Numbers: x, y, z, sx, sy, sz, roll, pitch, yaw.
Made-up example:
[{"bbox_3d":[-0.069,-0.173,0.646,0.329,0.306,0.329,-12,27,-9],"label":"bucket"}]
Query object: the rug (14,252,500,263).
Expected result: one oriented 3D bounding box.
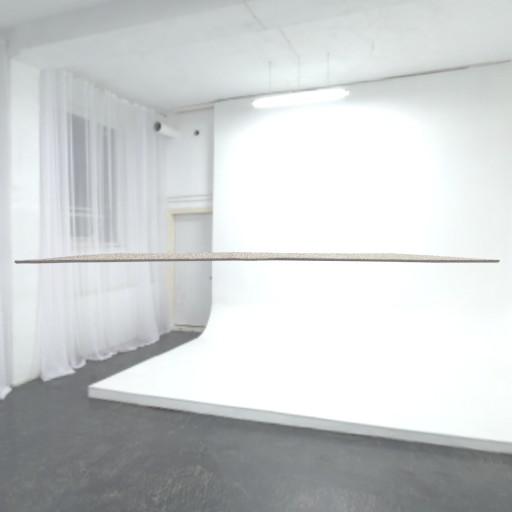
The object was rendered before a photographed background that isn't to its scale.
[{"bbox_3d":[0.000,0.000,2.916,2.342,0.030,1.609,0,2,-1],"label":"rug"}]
